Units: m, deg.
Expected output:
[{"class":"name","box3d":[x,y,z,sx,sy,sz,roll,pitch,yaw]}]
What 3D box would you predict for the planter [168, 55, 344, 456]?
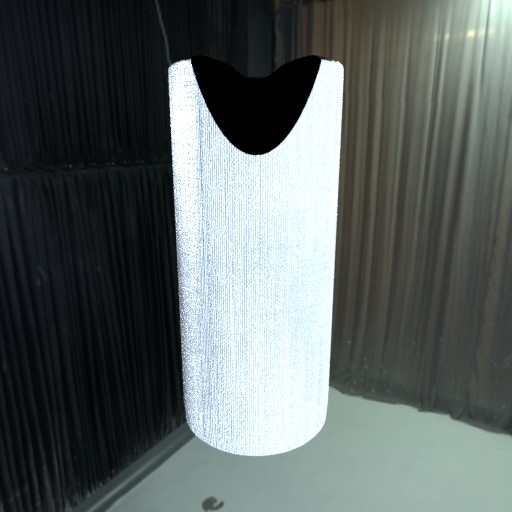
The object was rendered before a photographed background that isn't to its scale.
[{"class":"planter","box3d":[0.000,0.000,0.130,0.045,0.103,0.045,8,17,27]}]
